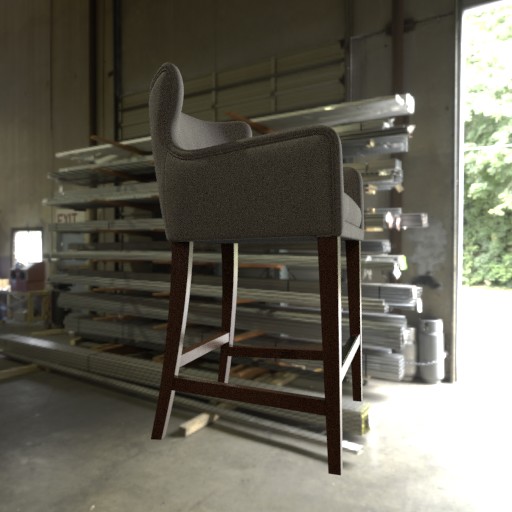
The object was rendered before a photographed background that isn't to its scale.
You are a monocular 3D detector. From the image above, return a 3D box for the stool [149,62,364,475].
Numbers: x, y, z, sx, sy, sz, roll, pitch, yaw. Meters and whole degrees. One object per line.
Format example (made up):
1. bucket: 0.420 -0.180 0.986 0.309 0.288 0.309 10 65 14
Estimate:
1. stool: 0.000 0.000 1.299 0.575 0.951 0.575 0 1 18
